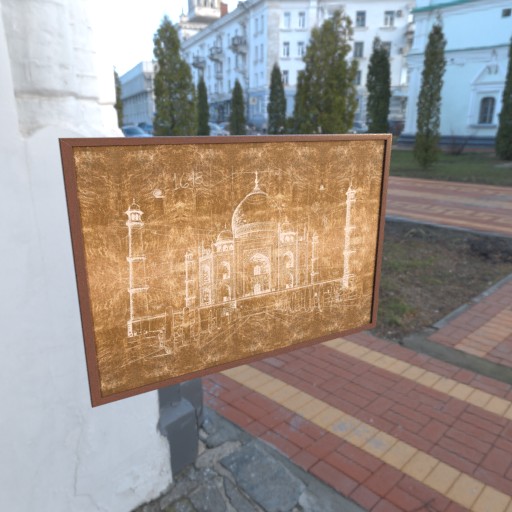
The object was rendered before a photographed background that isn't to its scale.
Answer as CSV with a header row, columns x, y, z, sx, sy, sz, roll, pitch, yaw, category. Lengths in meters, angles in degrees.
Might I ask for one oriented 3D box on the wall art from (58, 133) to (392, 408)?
x,y,z,sx,sy,sz,roll,pitch,yaw,category
0.000,0.000,0.866,0.660,0.455,0.014,-9,19,-28,wall art
